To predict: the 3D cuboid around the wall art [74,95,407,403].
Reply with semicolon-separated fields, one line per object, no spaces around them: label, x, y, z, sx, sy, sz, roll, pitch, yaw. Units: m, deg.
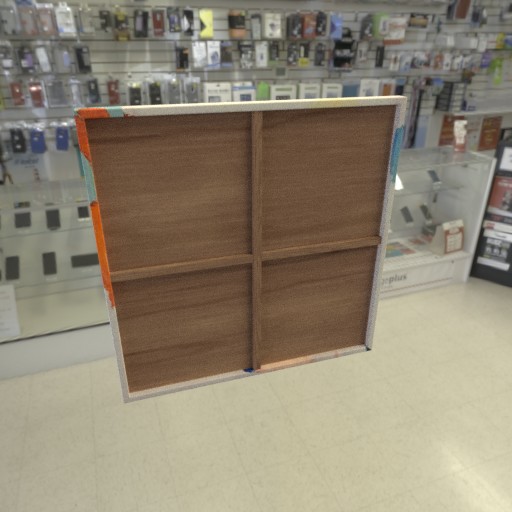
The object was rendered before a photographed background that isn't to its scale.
wall art;0.000;0.000;1.231;0.814;0.814;0.037;-8;27;-16
